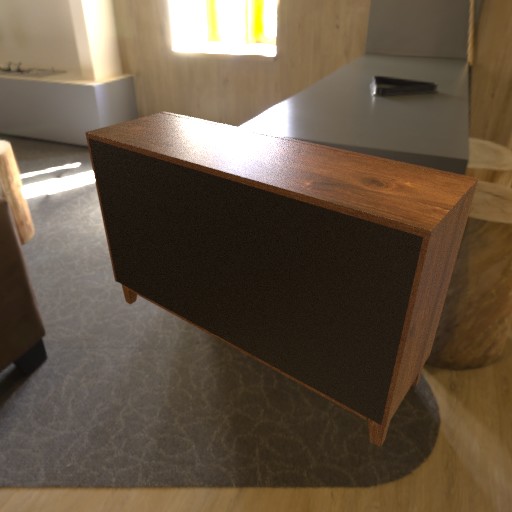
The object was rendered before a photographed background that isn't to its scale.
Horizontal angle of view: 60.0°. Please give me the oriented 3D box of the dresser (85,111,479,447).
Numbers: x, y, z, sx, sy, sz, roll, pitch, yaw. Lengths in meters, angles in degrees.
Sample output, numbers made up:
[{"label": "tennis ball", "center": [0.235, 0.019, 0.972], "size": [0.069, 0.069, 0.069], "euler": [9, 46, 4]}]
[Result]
[{"label": "dresser", "center": [0.000, 0.000, 1.807], "size": [1.400, 0.873, 0.446], "euler": [22, 37, 31]}]
